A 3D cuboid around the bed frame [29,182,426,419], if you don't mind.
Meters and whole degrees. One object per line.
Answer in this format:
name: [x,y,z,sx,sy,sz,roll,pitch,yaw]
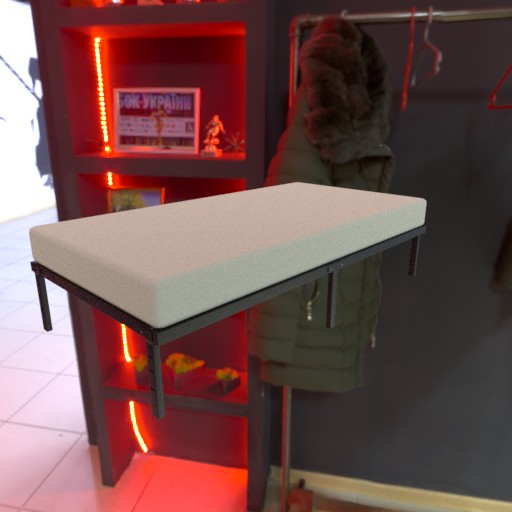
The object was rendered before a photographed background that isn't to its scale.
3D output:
bed frame: [0.000,0.000,3.241,1.393,0.680,2.635,16,24,41]
